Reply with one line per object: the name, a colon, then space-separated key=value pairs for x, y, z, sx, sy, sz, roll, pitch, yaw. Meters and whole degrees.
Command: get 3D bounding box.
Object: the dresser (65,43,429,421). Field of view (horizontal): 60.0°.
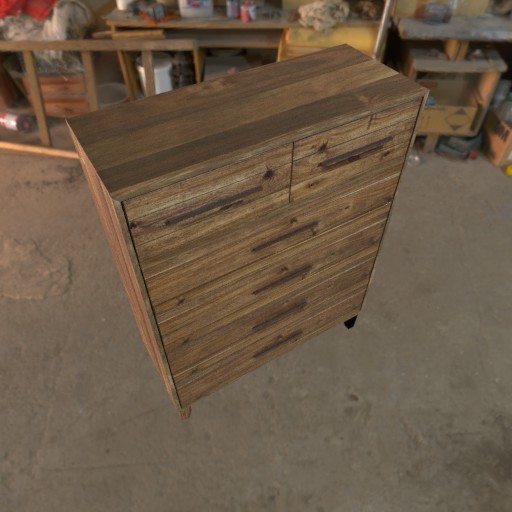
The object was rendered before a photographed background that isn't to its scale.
dresser: x=0.000 y=0.000 z=1.888 sx=1.062 sy=1.393 sz=0.442 roll=-24 pitch=52 yaw=-20
